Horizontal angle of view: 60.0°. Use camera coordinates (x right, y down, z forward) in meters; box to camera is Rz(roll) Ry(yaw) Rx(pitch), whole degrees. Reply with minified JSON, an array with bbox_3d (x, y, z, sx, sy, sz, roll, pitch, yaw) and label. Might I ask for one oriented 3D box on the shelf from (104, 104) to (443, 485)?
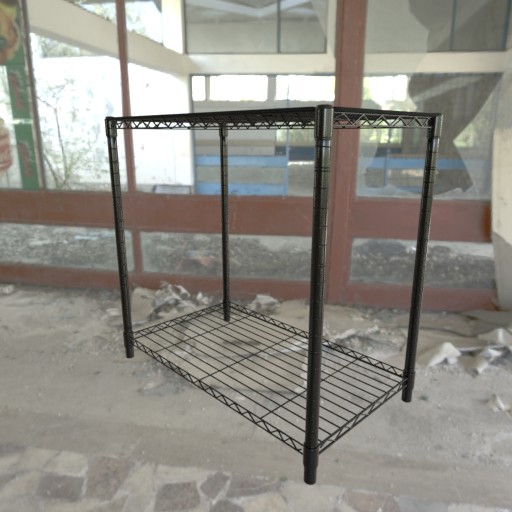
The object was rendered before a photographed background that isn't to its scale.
[{"bbox_3d":[0.000,0.000,0.926,0.338,0.564,0.589,-15,21,-42],"label":"shelf"}]
